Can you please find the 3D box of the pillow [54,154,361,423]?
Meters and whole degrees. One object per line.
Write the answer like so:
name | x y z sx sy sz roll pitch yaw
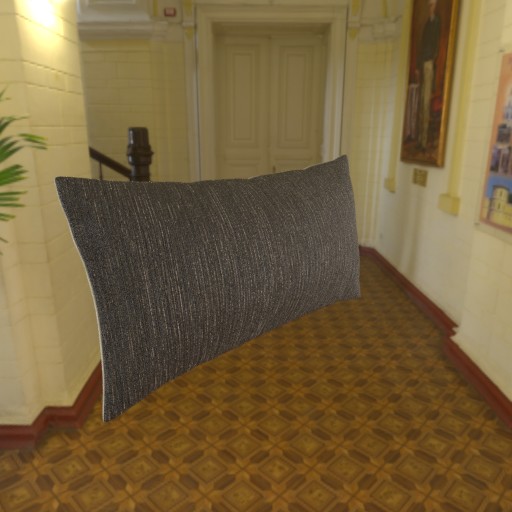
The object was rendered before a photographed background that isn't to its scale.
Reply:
pillow | 0.000 0.000 0.743 0.156 0.305 0.608 15 22 42
